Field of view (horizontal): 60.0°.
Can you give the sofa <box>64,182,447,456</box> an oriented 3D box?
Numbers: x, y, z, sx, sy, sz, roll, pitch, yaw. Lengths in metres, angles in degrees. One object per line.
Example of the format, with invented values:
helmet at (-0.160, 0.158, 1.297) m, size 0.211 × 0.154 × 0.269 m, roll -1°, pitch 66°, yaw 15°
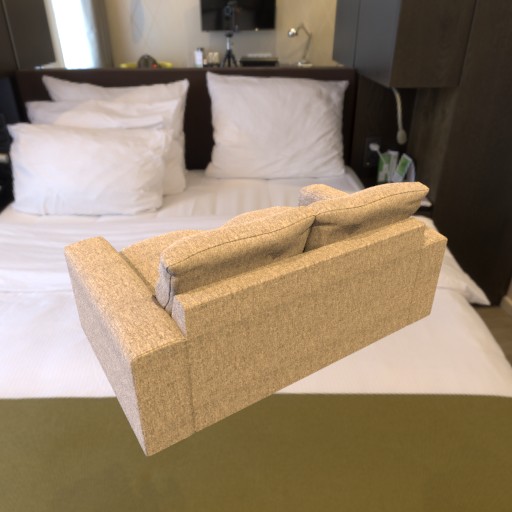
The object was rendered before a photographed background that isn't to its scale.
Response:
sofa at (0.000, 0.000, 2.400) m, size 1.758 × 0.877 × 1.094 m, roll -17°, pitch 33°, yaw -29°
